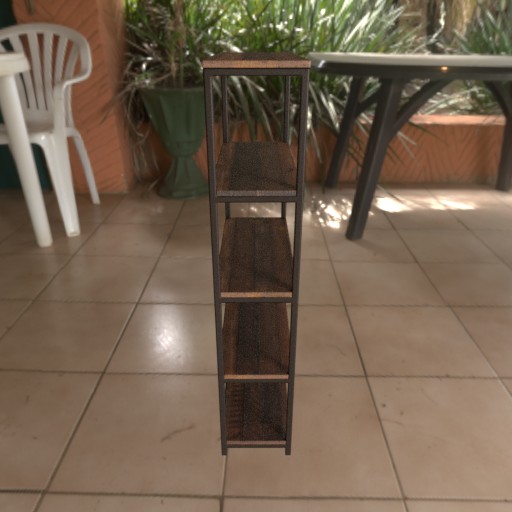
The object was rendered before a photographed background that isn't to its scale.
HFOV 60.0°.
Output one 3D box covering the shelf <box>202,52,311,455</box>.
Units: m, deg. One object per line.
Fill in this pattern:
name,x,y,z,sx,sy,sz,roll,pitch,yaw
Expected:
shelf,0.000,0.000,2.256,0.359,1.860,0.874,0,26,0
